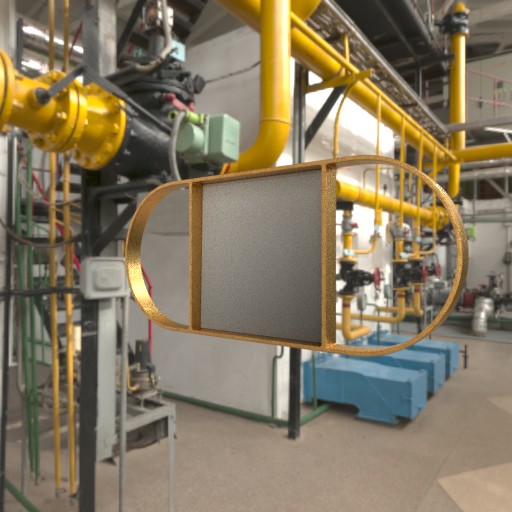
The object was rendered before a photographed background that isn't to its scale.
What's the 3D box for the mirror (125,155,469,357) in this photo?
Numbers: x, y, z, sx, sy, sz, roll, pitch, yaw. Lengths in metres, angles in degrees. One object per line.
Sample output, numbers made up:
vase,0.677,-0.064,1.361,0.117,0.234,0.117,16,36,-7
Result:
mirror,0.000,0.000,0.669,0.584,0.254,0.032,0,0,36
